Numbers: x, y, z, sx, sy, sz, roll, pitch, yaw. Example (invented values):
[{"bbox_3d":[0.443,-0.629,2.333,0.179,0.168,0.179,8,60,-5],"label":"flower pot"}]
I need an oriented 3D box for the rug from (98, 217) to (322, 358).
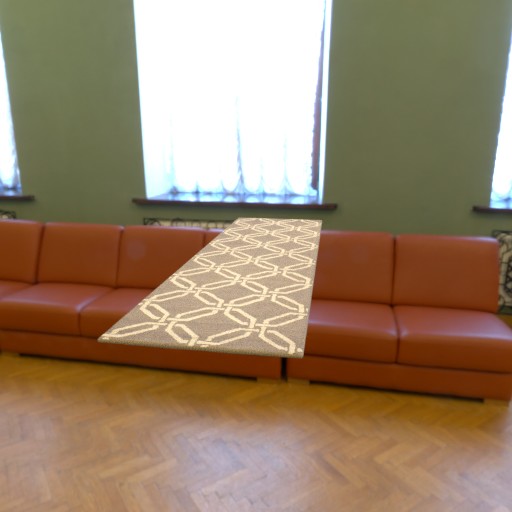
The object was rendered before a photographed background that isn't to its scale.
[{"bbox_3d":[0.000,0.000,2.487,0.678,0.014,2.276,3,15,9],"label":"rug"}]
